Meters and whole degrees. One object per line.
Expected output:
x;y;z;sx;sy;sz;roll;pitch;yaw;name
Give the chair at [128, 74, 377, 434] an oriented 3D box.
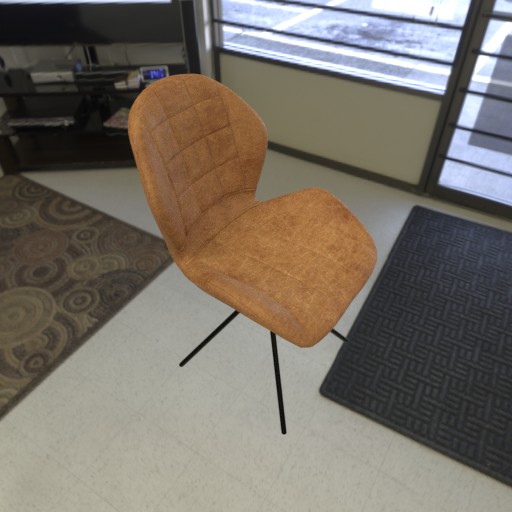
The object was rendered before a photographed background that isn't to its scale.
0.000;0.000;1.332;0.640;0.929;0.527;25;48;25;chair
